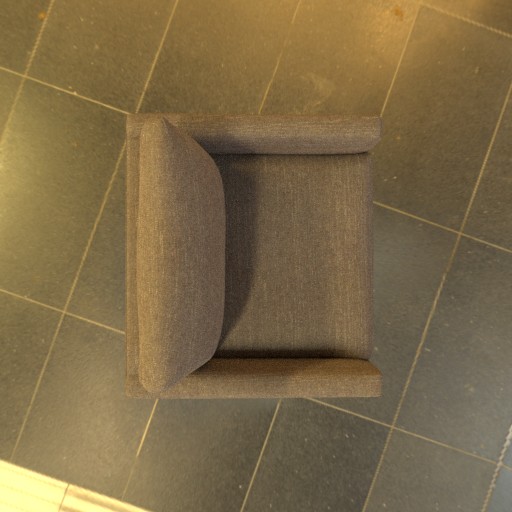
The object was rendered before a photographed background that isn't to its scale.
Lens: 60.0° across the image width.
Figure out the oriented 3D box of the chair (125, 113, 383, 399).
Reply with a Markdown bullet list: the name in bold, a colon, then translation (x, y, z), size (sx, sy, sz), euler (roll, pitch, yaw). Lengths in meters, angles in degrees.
- **chair**: translation (0.000, 0.000, 1.603), size (0.845, 0.841, 0.940), euler (0, 89, -1)
